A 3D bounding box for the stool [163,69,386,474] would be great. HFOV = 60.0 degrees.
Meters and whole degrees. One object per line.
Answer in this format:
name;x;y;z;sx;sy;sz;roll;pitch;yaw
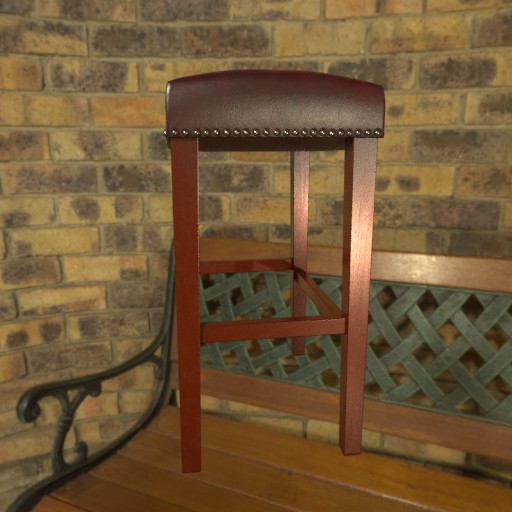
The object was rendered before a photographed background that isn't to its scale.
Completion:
stool;0.000;0.000;1.025;0.372;0.742;0.504;-2;14;-8
